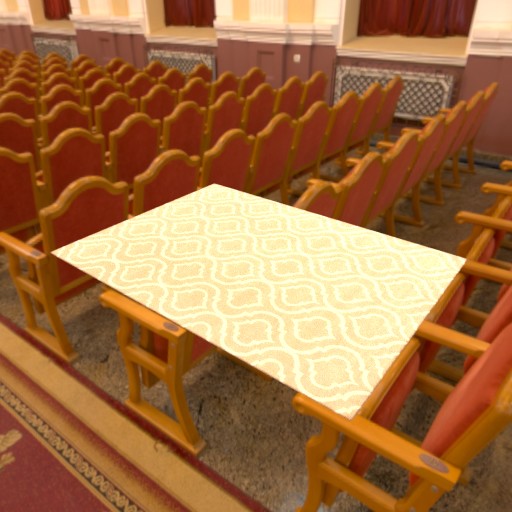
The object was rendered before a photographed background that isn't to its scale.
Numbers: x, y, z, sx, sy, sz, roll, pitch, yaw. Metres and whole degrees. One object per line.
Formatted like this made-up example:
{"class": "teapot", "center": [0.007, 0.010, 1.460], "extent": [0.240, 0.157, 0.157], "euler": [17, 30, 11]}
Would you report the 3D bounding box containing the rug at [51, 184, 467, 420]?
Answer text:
{"class": "rug", "center": [0.000, 0.000, 4.398], "extent": [3.353, 0.010, 2.438], "euler": [21, 36, 32]}
